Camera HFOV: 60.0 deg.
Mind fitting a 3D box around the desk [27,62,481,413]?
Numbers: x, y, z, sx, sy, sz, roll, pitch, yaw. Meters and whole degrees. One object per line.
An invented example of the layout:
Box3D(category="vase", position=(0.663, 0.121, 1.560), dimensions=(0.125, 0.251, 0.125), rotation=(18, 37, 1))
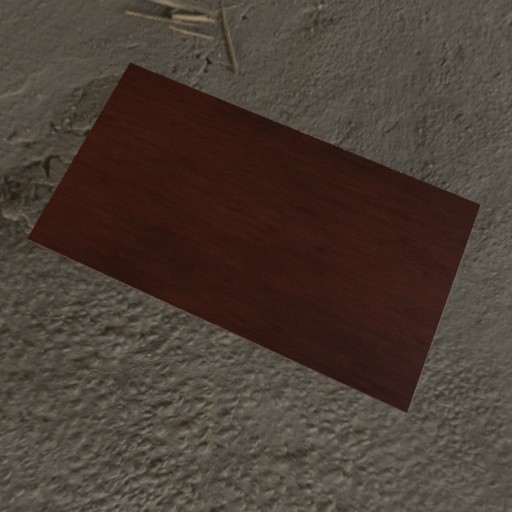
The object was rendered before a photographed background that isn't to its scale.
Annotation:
Box3D(category="desk", position=(0.000, 0.000, 1.479), dimensions=(1.001, 0.762, 0.549), rotation=(24, 78, 5))
